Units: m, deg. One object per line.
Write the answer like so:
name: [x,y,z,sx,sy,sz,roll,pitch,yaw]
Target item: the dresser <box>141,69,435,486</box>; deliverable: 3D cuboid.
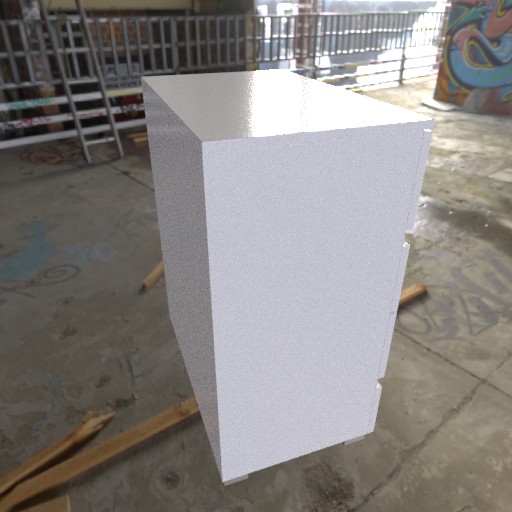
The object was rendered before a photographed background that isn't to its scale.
dresser: [0.000,0.000,1.144,0.400,0.800,0.650,-10,32,-17]
